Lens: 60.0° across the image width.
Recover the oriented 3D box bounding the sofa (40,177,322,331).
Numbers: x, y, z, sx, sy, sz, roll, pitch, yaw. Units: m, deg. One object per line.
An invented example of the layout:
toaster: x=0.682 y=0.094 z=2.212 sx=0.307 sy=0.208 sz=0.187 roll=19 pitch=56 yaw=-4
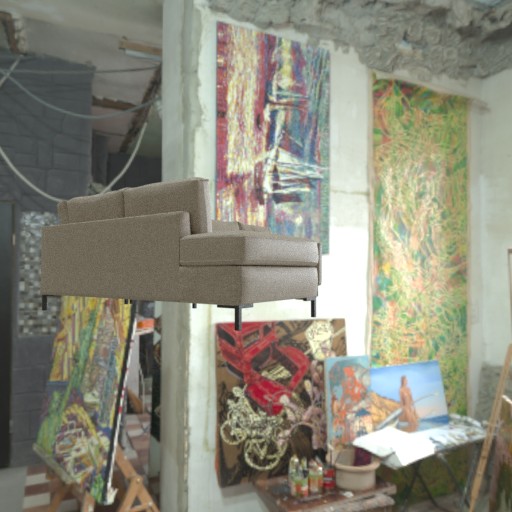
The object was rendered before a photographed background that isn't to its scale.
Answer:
sofa: x=0.000 y=0.000 z=3.223 sx=1.617 sy=0.703 sz=2.423 roll=-1 pitch=-2 yaw=36
